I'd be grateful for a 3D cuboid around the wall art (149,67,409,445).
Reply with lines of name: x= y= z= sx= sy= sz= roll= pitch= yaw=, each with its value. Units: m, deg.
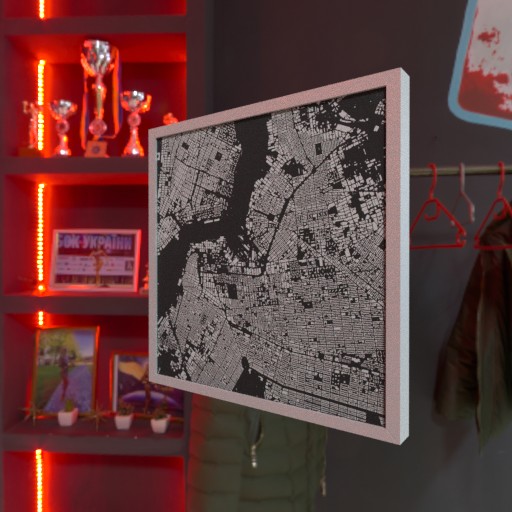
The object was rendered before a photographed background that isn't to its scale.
wall art: x=0.000 y=0.000 z=0.758 sx=0.506 sy=0.506 sz=0.038 roll=0 pitch=0 yaw=36
